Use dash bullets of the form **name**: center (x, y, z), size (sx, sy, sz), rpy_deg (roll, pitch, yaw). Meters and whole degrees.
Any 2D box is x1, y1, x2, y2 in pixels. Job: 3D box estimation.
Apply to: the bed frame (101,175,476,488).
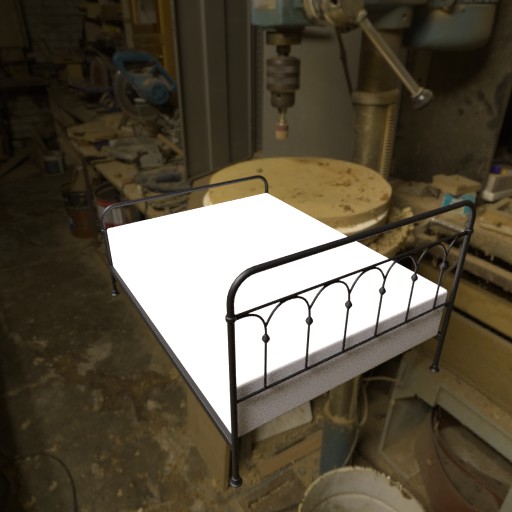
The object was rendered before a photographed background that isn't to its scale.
- **bed frame**: center (0.000, 0.000, 3.207), size (1.664, 1.276, 2.203), rpy_deg (-17, 33, -28)
